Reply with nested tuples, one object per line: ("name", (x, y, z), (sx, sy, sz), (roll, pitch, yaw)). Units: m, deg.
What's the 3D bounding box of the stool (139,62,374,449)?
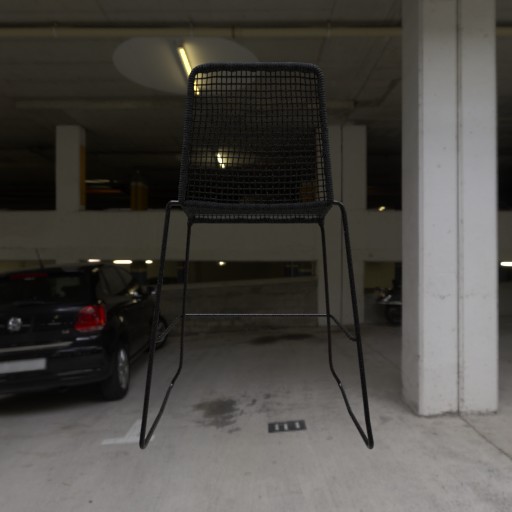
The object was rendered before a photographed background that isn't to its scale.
("stool", (0.000, 0.000, 1.265), (0.590, 0.905, 0.509), (0, 0, 0))
